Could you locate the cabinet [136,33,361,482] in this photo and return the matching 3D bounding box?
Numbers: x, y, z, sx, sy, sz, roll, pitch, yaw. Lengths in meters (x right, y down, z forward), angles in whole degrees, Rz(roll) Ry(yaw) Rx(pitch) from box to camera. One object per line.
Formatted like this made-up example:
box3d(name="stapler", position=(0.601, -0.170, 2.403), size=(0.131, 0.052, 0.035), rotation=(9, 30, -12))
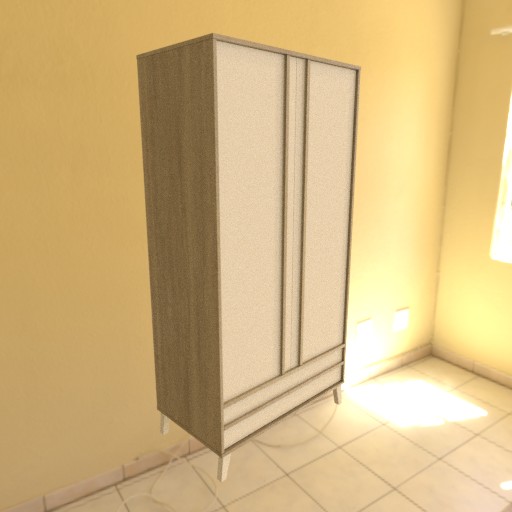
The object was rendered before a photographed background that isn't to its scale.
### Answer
box3d(name="cabinet", position=(0.000, 0.000, 2.446), size=(1.006, 1.999, 0.571), rotation=(-13, 18, -43))
